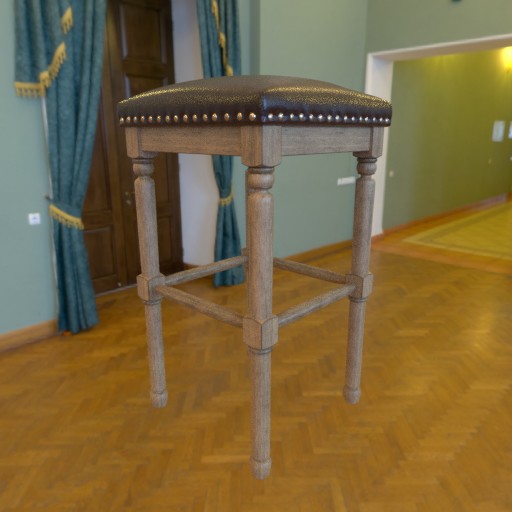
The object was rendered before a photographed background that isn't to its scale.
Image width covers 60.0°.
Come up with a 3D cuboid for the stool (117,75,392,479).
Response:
[{"bbox_3d":[0.000,0.000,0.933,0.383,0.702,0.382,14,21,41],"label":"stool"}]
